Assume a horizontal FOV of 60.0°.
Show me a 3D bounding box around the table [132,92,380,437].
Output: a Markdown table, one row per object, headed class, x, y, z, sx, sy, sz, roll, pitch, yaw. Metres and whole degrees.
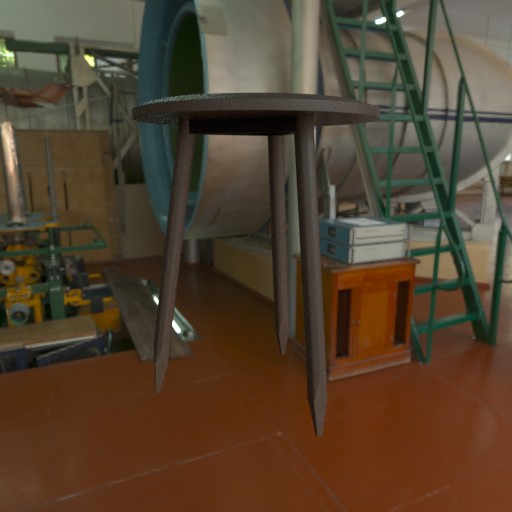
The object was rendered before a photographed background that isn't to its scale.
| class | x | y | z | sx | sy | sz | roll | pitch | yaw |
| --- | --- | --- | --- | --- | --- | --- | --- | --- | --- |
| table | 0.000 | 0.000 | 0.911 | 0.457 | 0.585 | 0.457 | 0 | 13 | 0 |
